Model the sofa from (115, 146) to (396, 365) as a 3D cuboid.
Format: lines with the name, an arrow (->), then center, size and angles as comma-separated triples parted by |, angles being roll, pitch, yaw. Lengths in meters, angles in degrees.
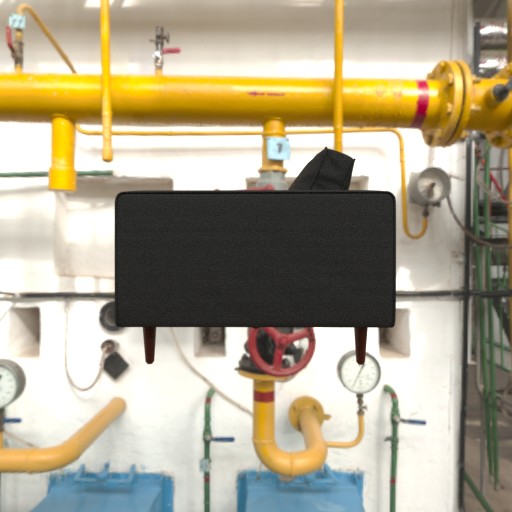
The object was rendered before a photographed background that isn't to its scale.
sofa -> 0.000, 0.000, 2.316 | 0.914, 0.759, 1.875 | 0, 0, 1
